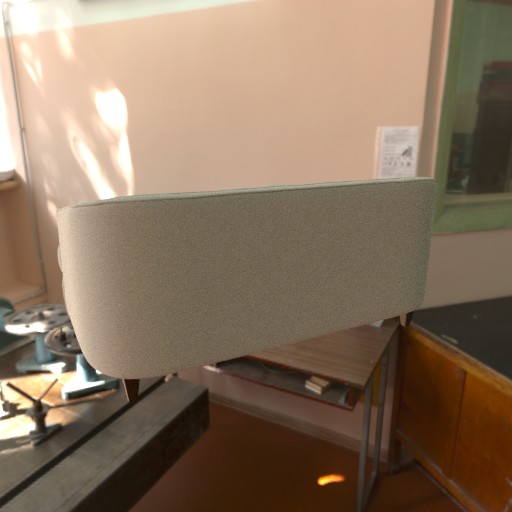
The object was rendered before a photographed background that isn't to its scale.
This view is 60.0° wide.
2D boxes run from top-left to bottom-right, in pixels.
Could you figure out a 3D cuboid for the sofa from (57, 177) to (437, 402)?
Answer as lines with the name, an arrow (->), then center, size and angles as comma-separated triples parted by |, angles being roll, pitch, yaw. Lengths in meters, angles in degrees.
sofa -> 0.000, 0.000, 2.205 | 1.733, 0.855, 0.941 | -8, 18, -27
